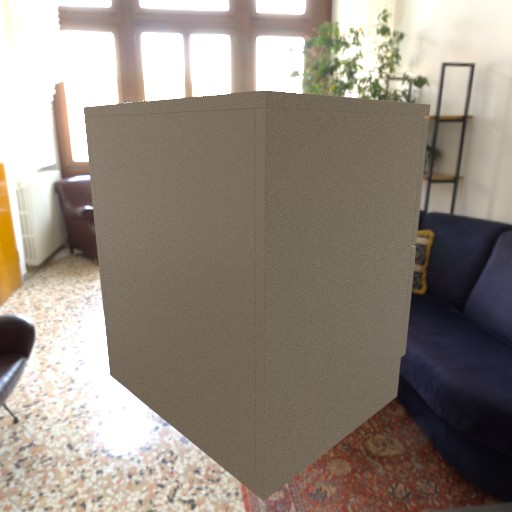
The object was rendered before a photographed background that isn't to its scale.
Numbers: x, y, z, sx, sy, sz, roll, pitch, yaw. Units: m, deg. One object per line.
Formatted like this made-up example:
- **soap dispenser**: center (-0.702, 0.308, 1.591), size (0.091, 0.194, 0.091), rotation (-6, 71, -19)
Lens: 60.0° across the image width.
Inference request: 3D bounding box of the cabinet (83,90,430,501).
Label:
- **cabinet**: center (0.000, 0.000, 0.732), size (0.360, 0.470, 0.400), rotation (-15, 21, -42)
